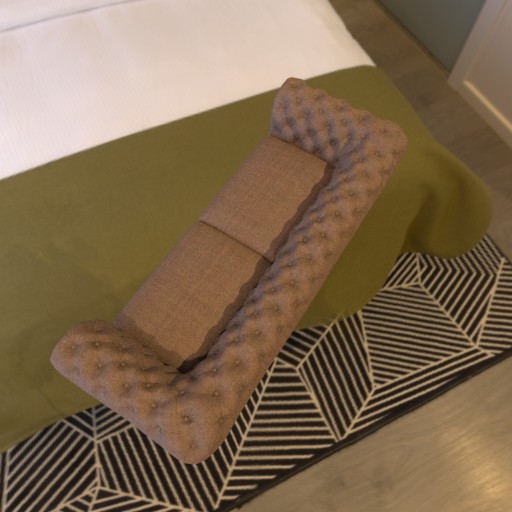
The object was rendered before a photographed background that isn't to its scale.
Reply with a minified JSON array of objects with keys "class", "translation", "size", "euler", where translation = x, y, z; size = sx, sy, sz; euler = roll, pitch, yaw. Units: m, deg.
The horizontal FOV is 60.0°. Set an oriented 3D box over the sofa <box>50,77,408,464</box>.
[{"class":"sofa","translation":[0.000,0.000,2.796],"size":[0.944,0.787,2.385],"euler":[30,67,14]}]
